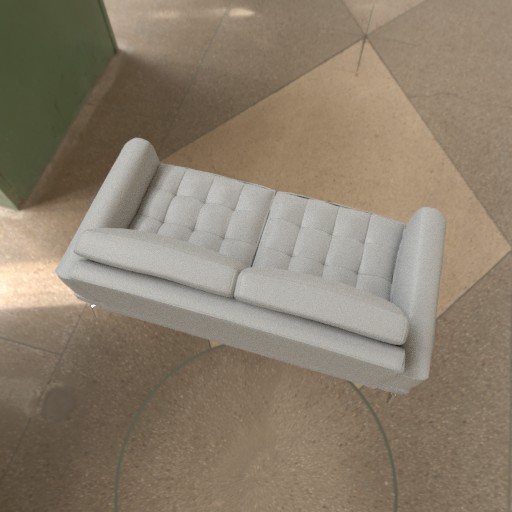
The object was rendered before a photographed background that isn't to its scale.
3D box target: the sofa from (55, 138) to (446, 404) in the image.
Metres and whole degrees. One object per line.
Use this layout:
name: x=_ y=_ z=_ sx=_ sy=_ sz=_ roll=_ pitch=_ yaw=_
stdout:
sofa: x=0.000 y=0.000 z=2.760 sx=2.177 sy=0.930 sz=1.121 roll=15 pitch=64 yaw=7
